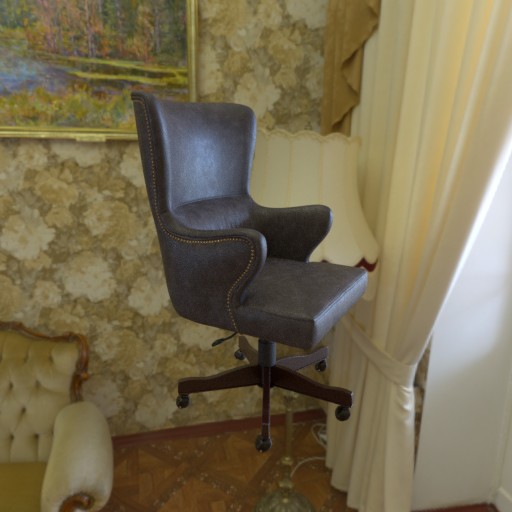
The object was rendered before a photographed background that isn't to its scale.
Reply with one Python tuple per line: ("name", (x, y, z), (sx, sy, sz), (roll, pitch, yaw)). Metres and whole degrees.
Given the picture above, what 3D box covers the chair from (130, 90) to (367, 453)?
("chair", (0.000, 0.000, 1.495), (0.717, 1.037, 0.594), (8, 16, 28))
